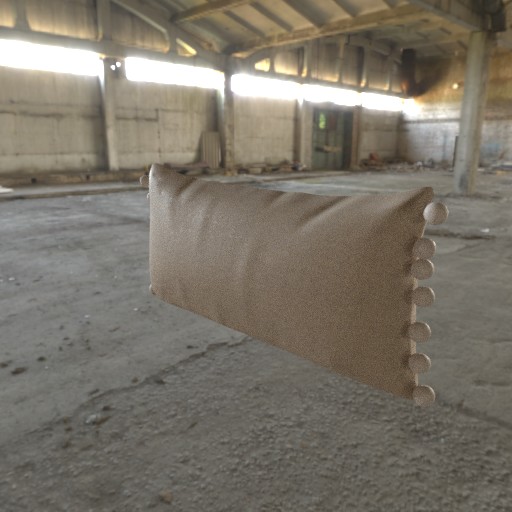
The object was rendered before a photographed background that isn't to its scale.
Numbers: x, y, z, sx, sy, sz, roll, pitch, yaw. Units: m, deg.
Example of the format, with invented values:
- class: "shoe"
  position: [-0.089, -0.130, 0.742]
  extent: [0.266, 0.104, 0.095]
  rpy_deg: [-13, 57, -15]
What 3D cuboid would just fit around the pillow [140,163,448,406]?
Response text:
- class: "pillow"
  position: [0.000, 0.000, 0.822]
  extent: [0.709, 0.322, 0.201]
  rpy_deg: [13, 19, 43]
